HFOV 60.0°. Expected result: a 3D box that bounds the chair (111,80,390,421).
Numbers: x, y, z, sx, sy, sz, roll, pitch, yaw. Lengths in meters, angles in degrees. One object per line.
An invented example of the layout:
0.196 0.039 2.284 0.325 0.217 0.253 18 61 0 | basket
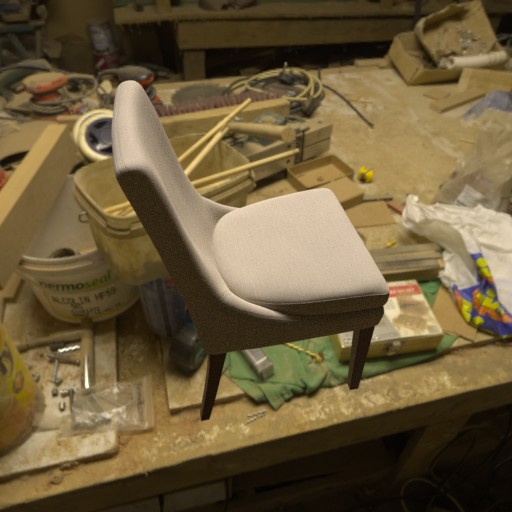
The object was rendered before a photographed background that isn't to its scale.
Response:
0.000 0.000 1.308 0.638 0.940 0.515 -9 45 -9 | chair
